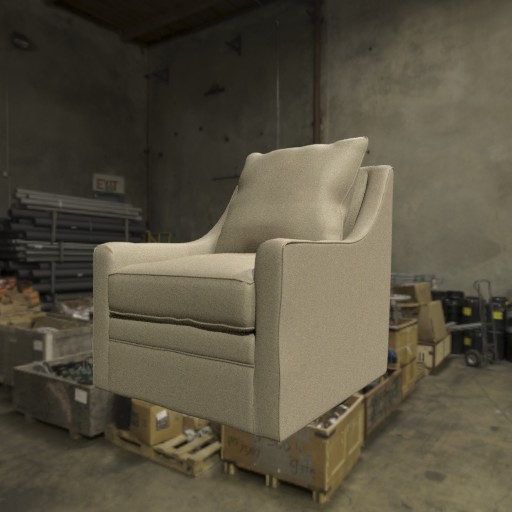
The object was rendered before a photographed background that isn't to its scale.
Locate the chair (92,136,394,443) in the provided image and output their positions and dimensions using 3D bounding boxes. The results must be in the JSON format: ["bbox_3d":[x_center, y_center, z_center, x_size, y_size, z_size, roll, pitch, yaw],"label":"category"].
[{"bbox_3d":[0.000,0.000,1.622,0.760,0.942,0.876,1,1,35],"label":"chair"}]
